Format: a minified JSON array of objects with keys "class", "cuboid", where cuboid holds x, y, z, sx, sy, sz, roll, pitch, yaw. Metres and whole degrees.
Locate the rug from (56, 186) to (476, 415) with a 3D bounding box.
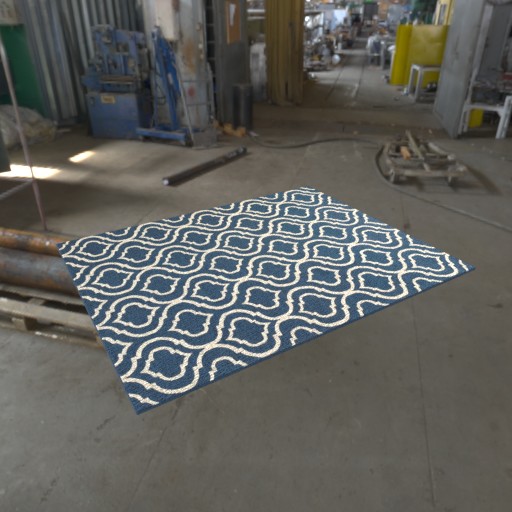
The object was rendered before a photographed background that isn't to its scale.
[{"class":"rug","cuboid":[0.000,0.000,3.850,2.881,0.020,2.270,-17,33,-27]}]
